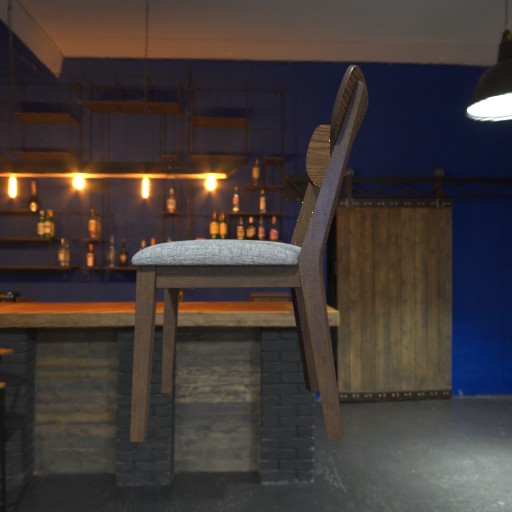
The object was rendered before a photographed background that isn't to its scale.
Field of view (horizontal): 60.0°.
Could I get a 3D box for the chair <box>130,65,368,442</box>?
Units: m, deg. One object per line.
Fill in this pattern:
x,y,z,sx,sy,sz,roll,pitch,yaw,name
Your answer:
0.000,0.000,1.211,0.583,0.849,0.491,0,0,-1,chair
